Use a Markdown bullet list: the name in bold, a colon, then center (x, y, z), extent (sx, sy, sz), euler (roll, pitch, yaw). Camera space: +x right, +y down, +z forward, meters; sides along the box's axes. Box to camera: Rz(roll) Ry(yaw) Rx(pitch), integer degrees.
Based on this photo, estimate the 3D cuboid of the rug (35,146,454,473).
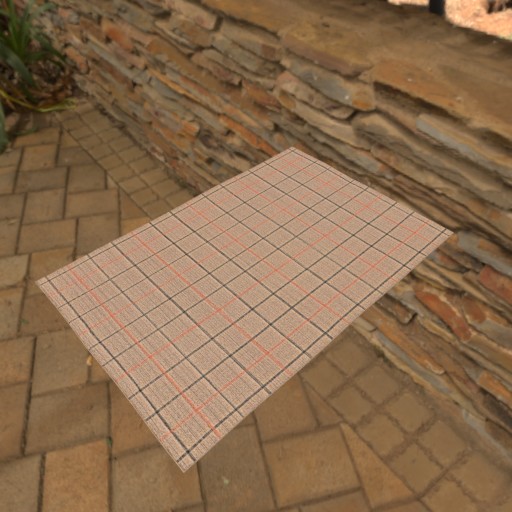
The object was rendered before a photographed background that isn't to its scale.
- **rug**: center (0.000, 0.000, 2.302), extent (1.829, 0.013, 1.220), euler (-33, 54, -29)
